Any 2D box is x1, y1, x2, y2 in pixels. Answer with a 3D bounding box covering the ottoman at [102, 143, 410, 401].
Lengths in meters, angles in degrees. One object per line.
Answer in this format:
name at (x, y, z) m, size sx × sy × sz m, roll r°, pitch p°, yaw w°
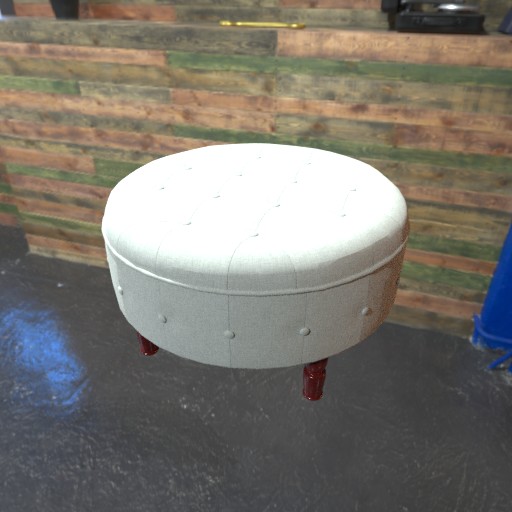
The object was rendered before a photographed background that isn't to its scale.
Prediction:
ottoman at (0.000, 0.000, 1.357) m, size 0.850 × 0.483 × 0.850 m, roll 0°, pitch 31°, yaw 0°
